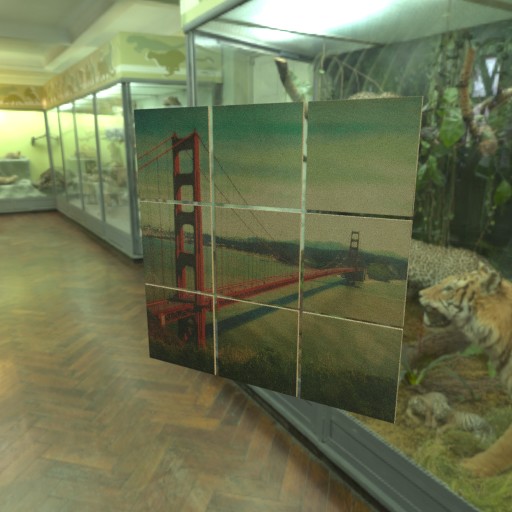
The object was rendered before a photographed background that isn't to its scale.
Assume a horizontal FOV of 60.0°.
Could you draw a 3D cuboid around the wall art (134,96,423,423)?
[{"bbox_3d":[0.000,0.000,2.314,1.519,1.507,0.014,7,16,26],"label":"wall art"}]
